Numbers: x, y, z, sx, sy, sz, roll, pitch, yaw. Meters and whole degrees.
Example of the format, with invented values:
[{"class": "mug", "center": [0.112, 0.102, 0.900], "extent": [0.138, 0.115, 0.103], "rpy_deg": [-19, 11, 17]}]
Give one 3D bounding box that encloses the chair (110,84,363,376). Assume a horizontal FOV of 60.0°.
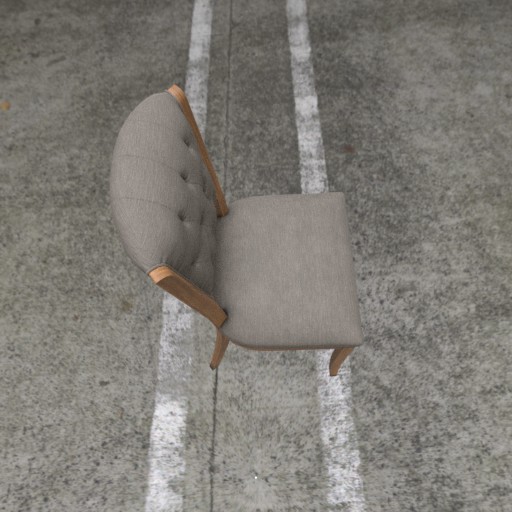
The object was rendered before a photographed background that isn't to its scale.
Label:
[{"class": "chair", "center": [0.000, 0.000, 1.279], "extent": [0.584, 0.905, 0.513], "rpy_deg": [-1, 63, 0]}]
